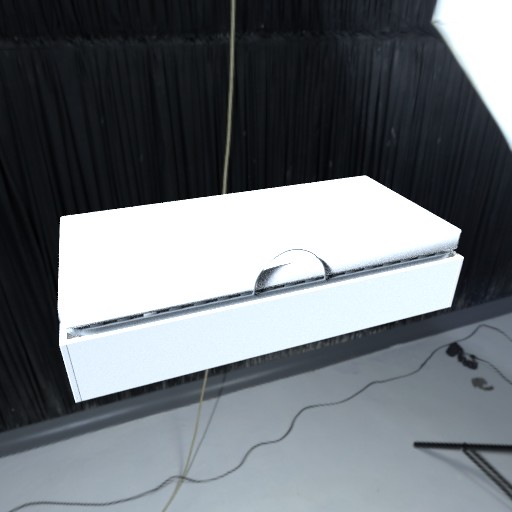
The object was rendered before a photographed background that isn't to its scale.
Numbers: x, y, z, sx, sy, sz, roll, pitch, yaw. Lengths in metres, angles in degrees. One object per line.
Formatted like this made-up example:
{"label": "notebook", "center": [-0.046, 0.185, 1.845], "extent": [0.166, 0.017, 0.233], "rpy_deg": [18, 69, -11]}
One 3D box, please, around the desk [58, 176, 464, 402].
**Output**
{"label": "desk", "center": [0.000, 0.000, 2.329], "extent": [1.900, 0.526, 0.900], "rpy_deg": [-10, 31, -18]}
